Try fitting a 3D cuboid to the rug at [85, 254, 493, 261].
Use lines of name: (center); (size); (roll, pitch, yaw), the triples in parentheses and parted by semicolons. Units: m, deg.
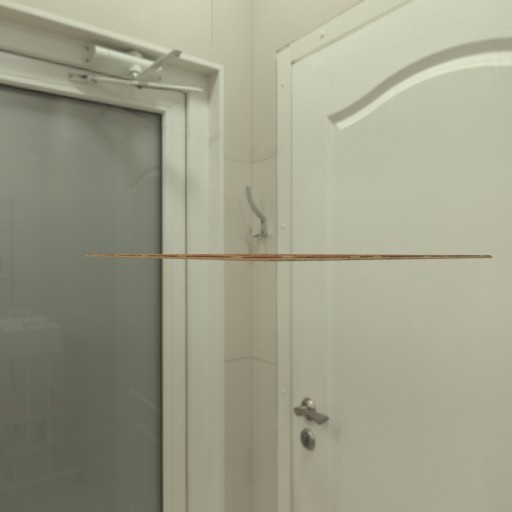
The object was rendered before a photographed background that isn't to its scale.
rug: (0.000, 0.000, 2.900); (1.555, 0.016, 2.286); (0, 1, -36)
